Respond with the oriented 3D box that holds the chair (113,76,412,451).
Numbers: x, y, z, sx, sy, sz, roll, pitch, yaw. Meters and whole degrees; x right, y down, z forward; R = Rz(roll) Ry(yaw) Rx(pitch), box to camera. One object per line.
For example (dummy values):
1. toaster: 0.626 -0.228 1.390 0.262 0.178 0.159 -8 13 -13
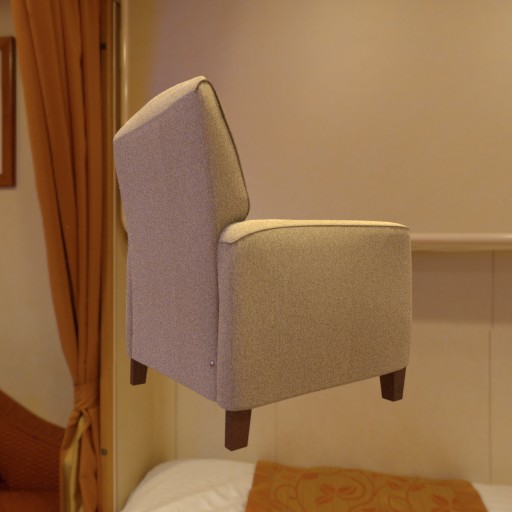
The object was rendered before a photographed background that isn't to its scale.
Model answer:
1. chair: 0.000 0.000 1.651 0.864 1.014 0.848 0 0 -36
